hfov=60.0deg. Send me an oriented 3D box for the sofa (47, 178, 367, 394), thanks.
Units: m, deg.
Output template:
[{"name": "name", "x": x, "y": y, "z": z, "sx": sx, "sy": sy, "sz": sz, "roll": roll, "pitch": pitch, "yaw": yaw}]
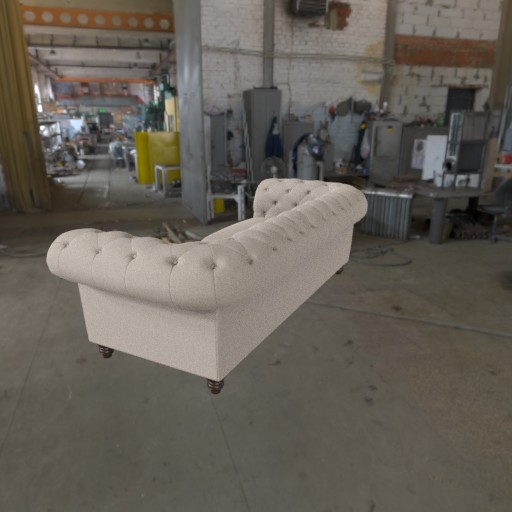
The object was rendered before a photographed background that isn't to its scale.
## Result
[{"name": "sofa", "x": 0.000, "y": 0.000, "z": 2.912, "sx": 0.991, "sy": 0.749, "sz": 2.411, "roll": 9, "pitch": 19, "yaw": 26}]
